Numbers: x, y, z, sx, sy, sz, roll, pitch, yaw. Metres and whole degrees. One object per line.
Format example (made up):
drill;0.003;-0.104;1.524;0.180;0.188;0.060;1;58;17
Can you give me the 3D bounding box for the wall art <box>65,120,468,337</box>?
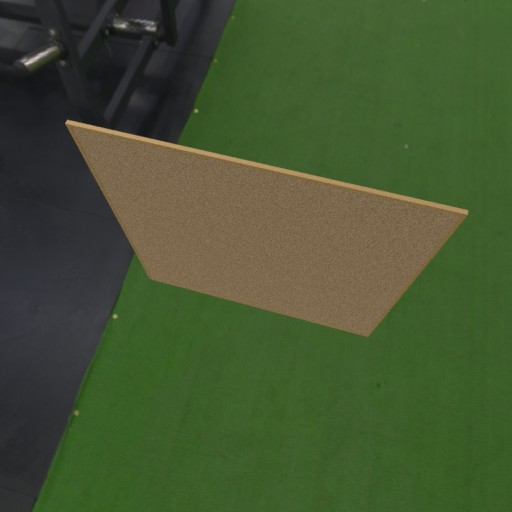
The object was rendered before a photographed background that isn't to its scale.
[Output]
wall art;0.000;0.000;1.455;0.962;0.959;0.013;14;65;7
